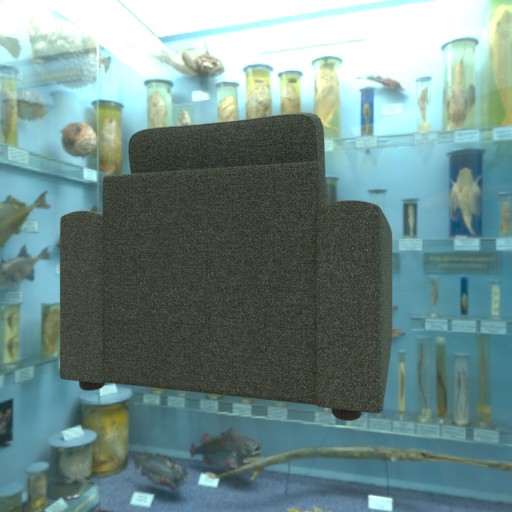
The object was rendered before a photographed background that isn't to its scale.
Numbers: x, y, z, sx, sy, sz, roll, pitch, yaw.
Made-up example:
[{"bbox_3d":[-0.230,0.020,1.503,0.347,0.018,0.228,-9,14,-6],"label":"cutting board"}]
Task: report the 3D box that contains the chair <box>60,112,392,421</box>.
[{"bbox_3d":[0.000,0.000,1.742,1.005,0.873,1.016,0,0,18],"label":"chair"}]
